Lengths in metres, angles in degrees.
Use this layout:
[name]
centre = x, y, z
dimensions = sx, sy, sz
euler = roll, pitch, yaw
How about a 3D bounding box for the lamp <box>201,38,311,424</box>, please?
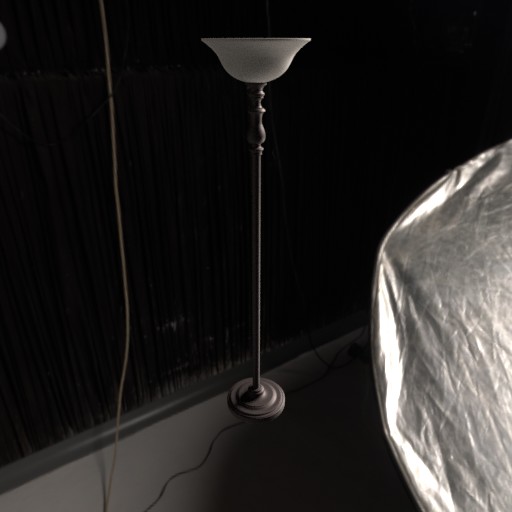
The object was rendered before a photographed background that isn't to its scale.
[lamp]
centre = 0.000, 0.000, 2.040
dimensions = 0.405, 1.797, 0.405
euler = -17, 31, -31
